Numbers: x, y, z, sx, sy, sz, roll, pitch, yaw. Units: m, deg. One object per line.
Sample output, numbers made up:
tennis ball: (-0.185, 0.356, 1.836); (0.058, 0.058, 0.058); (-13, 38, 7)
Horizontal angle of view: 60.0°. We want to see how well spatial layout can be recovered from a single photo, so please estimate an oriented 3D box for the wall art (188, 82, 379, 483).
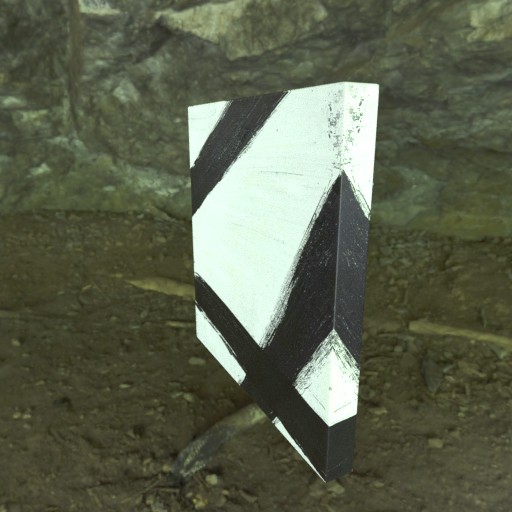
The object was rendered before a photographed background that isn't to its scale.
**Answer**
wall art: (0.000, 0.000, 0.756); (0.050, 0.508, 0.507); (-8, 17, -26)
